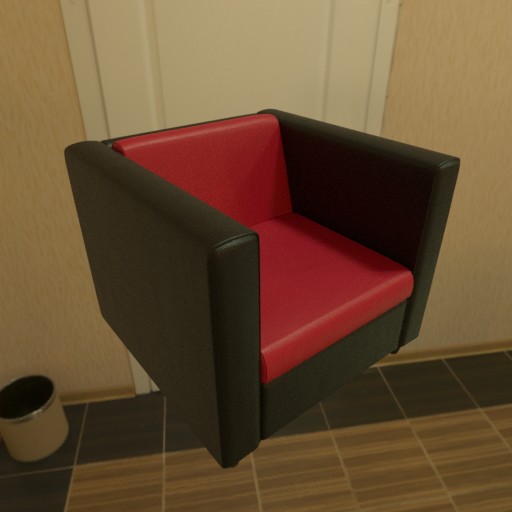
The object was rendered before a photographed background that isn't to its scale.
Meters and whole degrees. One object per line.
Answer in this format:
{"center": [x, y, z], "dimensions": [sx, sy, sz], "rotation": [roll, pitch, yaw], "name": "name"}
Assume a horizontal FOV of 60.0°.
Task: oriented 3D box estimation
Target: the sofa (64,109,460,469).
{"center": [0.000, 0.000, 1.435], "dimensions": [0.839, 0.724, 0.809], "rotation": [-22, 37, -32], "name": "sofa"}
